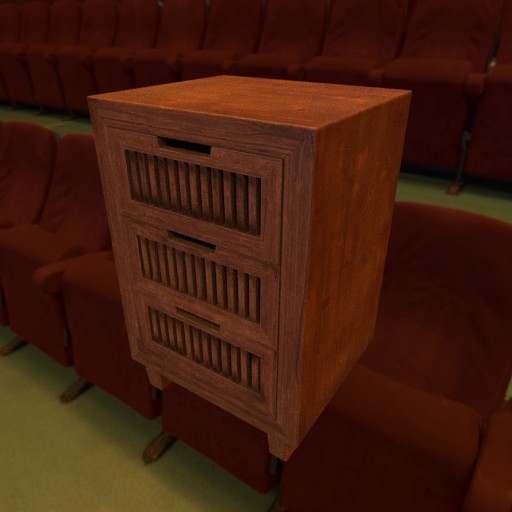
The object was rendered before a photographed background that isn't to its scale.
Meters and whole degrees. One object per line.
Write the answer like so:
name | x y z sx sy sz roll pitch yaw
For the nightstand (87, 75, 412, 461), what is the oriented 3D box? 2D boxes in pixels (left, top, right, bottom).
nightstand | 0.000 0.000 0.998 0.465 0.695 0.410 18 33 30
